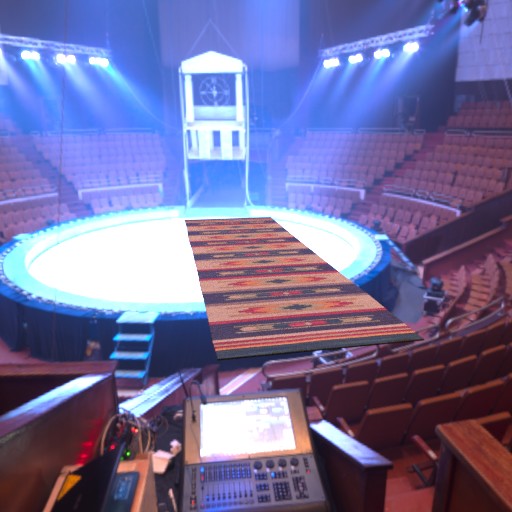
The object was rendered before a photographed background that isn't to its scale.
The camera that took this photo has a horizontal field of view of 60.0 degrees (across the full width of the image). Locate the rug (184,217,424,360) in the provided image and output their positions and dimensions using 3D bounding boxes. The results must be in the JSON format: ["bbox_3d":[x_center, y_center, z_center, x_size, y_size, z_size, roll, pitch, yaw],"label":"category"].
[{"bbox_3d":[0.000,0.000,2.690,0.760,0.009,2.440,-3,16,-11],"label":"rug"}]
